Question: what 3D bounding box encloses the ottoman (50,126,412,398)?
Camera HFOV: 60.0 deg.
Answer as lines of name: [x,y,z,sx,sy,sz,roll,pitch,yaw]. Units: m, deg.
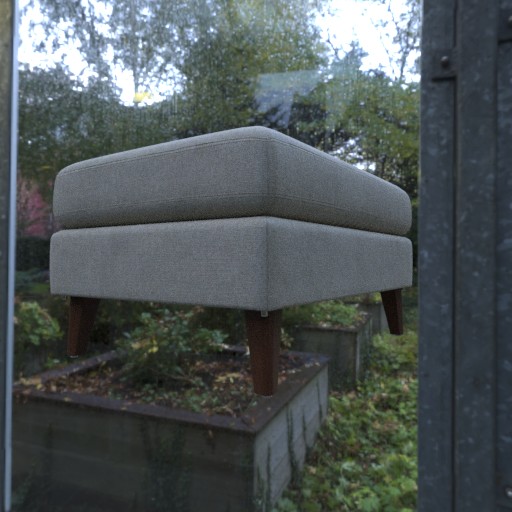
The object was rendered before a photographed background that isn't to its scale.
ottoman: [0.000,0.000,1.185,0.610,0.478,0.823,0,-1,34]
